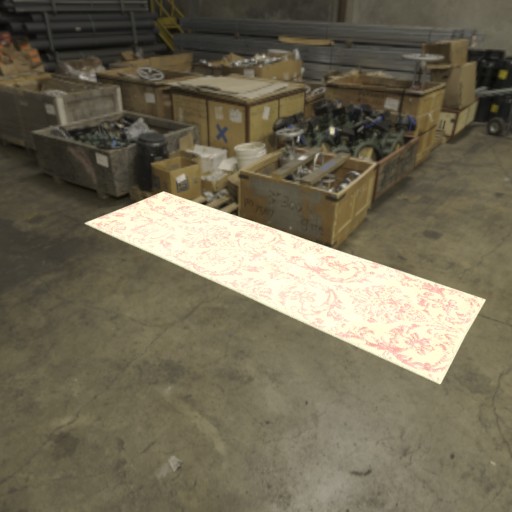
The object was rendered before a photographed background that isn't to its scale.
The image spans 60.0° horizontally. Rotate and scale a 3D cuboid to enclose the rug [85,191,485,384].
[{"bbox_3d":[0.000,0.000,2.419,2.196,0.011,0.662,21,36,32],"label":"rug"}]
